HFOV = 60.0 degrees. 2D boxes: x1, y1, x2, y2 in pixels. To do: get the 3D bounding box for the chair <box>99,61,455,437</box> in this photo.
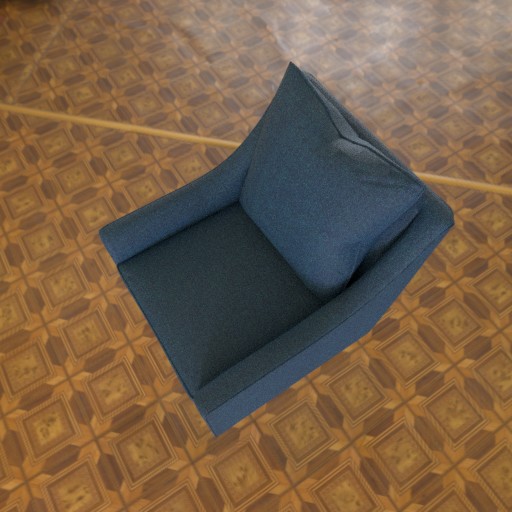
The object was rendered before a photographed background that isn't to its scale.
[{"bbox_3d":[0.000,0.000,1.556,0.870,0.939,0.750,-30,66,-15],"label":"chair"}]
